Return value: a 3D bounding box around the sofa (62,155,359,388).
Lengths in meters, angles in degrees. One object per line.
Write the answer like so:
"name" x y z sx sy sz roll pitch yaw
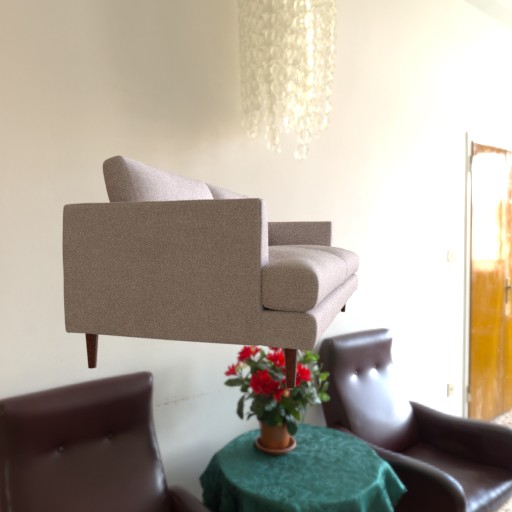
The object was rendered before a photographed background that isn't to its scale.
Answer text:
"sofa" 0.000 0.000 2.519 1.020 0.868 1.948 1 2 17
